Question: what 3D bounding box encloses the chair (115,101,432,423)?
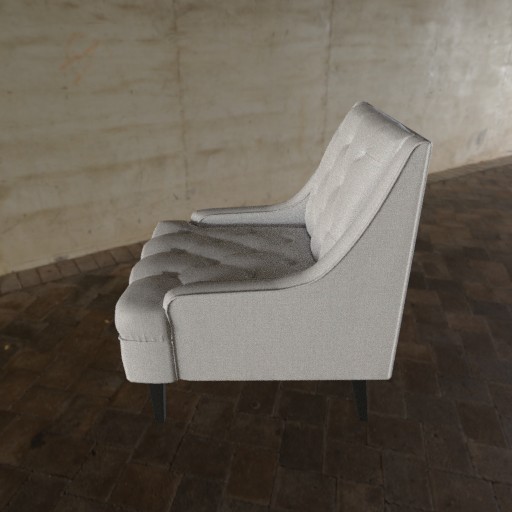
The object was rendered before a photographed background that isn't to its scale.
[{"bbox_3d":[0.000,0.000,1.432,0.772,0.891,0.658,0,27,0],"label":"chair"}]
